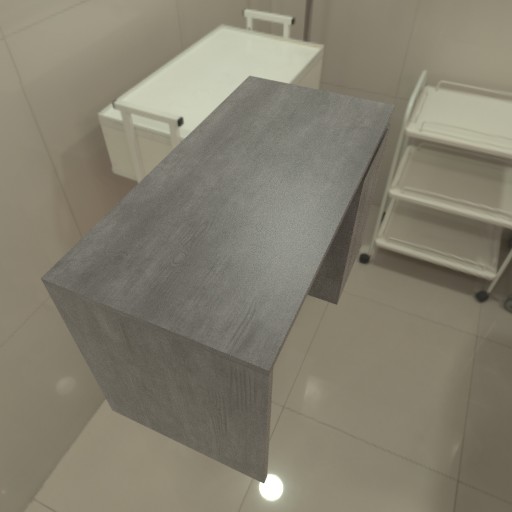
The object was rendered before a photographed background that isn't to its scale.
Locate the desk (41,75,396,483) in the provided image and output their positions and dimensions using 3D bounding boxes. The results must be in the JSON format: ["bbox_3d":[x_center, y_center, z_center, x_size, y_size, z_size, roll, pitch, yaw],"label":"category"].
[{"bbox_3d":[0.000,0.000,1.629,0.600,0.740,1.200,18,49,16],"label":"desk"}]
